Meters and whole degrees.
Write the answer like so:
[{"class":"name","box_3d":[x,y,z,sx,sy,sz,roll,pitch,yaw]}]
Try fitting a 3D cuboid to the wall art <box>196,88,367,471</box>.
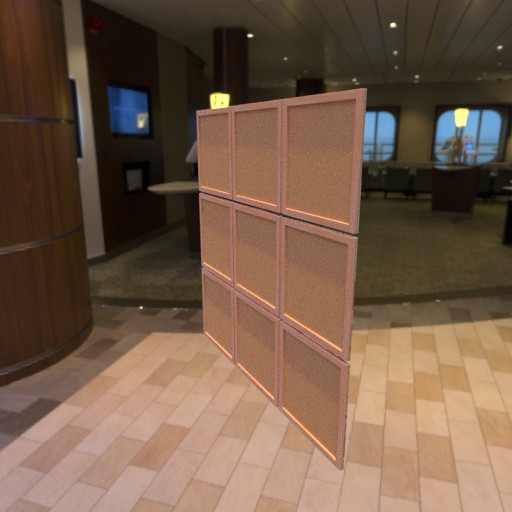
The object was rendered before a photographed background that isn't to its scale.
[{"class":"wall art","box_3d":[0.000,0.000,1.392,0.012,0.910,0.911,-8,17,-27]}]
